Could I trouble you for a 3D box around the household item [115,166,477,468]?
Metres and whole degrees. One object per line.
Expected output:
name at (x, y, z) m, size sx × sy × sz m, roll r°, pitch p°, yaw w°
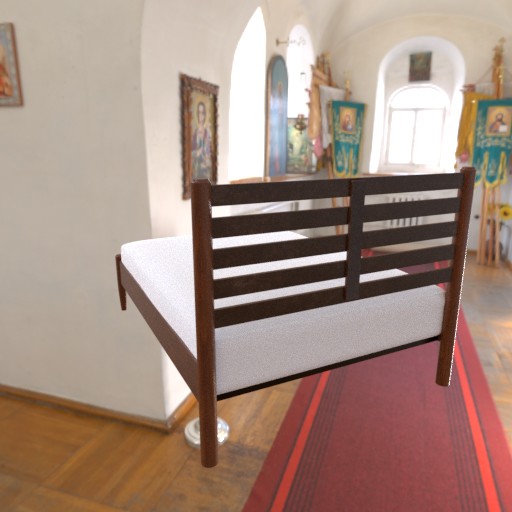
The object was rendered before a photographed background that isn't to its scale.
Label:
household item at (0.000, 0.000, 3.236) m, size 1.663 × 1.356 × 2.232 m, roll -7°, pitch 17°, yaw -26°
